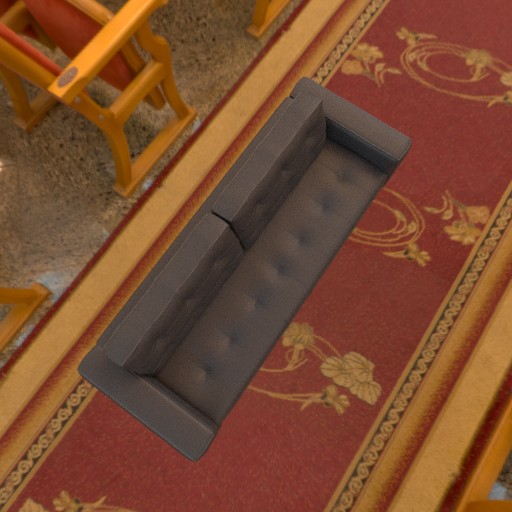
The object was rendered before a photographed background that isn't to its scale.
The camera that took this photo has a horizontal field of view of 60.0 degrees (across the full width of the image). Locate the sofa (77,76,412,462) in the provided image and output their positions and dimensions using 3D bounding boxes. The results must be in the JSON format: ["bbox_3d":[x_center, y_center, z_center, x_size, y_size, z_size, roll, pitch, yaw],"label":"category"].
[{"bbox_3d":[0.000,0.000,2.735,0.833,0.893,2.275,34,78,8],"label":"sofa"}]
